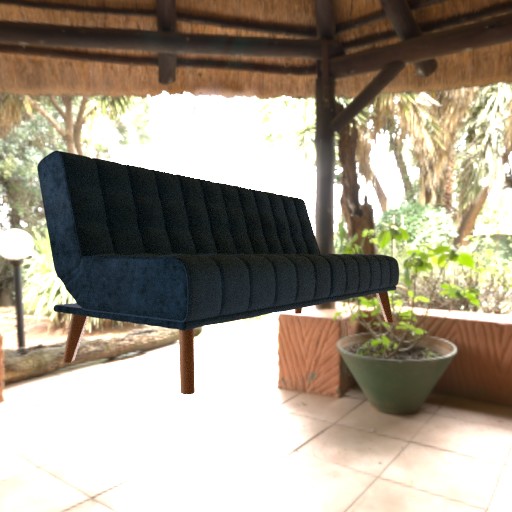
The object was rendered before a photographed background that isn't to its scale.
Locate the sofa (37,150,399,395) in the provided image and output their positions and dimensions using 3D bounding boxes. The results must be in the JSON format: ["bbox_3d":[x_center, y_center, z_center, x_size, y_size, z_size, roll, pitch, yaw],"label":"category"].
[{"bbox_3d":[0.000,0.000,2.246,0.855,0.813,1.804,0,0,37],"label":"sofa"}]
